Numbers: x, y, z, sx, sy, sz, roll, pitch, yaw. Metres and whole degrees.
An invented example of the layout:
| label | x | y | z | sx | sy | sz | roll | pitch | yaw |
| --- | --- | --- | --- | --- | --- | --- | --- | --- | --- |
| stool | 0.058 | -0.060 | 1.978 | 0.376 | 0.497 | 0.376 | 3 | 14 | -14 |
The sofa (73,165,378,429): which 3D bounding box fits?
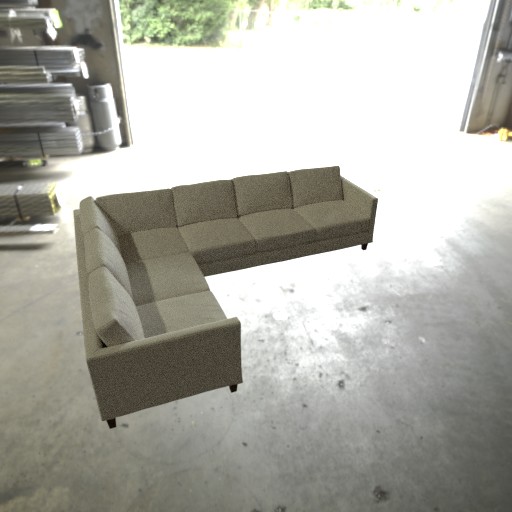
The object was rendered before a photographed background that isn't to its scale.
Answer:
| label | x | y | z | sx | sy | sz | roll | pitch | yaw |
| --- | --- | --- | --- | --- | --- | --- | --- | --- | --- |
| sofa | 0.000 | 0.000 | 4.290 | 3.182 | 0.863 | 2.432 | -11 | 32 | -19 |
